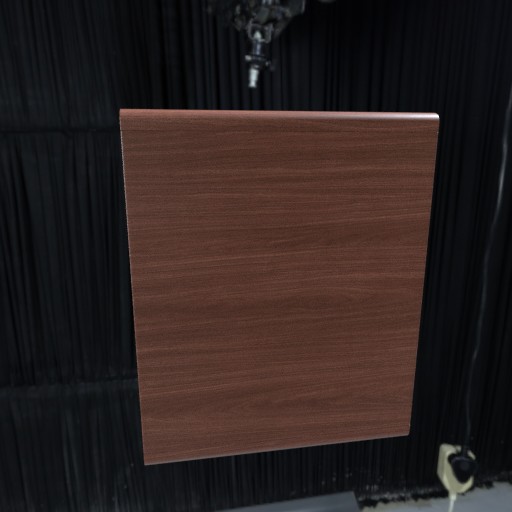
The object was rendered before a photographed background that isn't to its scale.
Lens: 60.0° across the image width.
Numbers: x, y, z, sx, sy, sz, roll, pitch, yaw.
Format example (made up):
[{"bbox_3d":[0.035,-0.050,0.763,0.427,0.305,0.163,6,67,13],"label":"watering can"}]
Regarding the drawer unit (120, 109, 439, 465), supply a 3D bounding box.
[{"bbox_3d":[0.000,0.000,0.601,0.290,0.351,0.349,-2,14,-9],"label":"drawer unit"}]
